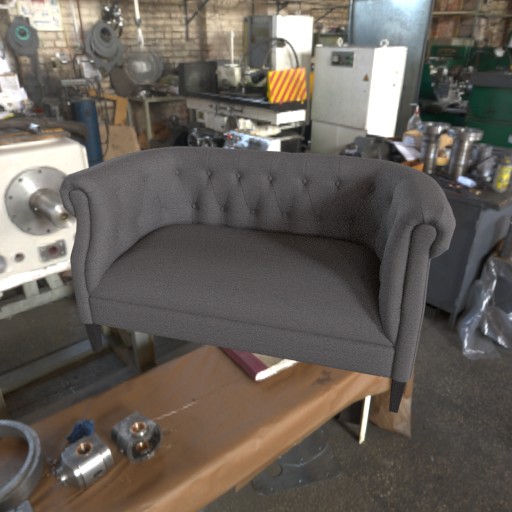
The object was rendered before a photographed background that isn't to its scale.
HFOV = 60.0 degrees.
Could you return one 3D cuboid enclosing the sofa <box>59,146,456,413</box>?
[{"bbox_3d":[0.000,0.000,2.052,1.558,0.827,0.835,7,27,14],"label":"sofa"}]
